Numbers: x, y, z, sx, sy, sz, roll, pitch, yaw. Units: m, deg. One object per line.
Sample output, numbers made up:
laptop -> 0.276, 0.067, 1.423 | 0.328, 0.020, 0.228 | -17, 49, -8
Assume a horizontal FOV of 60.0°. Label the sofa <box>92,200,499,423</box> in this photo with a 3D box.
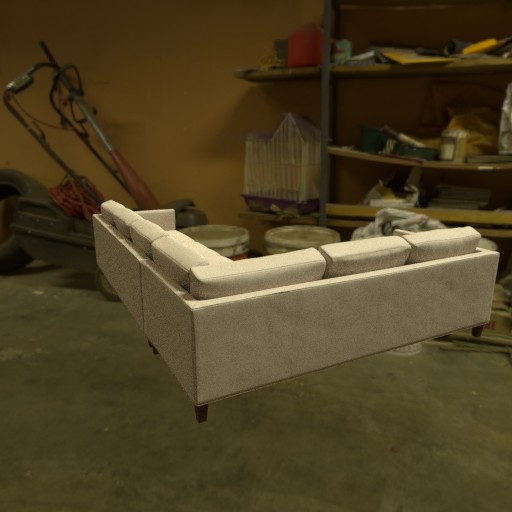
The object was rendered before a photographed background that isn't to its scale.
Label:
sofa -> 0.000, 0.000, 4.151 | 2.432, 0.863, 3.182 | -8, 17, -27
